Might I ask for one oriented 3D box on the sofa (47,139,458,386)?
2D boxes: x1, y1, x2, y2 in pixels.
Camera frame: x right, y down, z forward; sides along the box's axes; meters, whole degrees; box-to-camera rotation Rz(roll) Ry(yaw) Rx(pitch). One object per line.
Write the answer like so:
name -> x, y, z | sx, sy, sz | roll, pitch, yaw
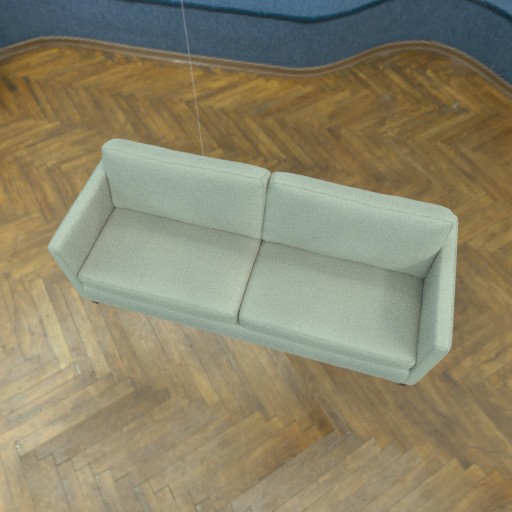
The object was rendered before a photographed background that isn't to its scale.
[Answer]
sofa -> 0.000, 0.000, 2.905 | 2.361, 0.968, 0.951 | 13, 59, 8
